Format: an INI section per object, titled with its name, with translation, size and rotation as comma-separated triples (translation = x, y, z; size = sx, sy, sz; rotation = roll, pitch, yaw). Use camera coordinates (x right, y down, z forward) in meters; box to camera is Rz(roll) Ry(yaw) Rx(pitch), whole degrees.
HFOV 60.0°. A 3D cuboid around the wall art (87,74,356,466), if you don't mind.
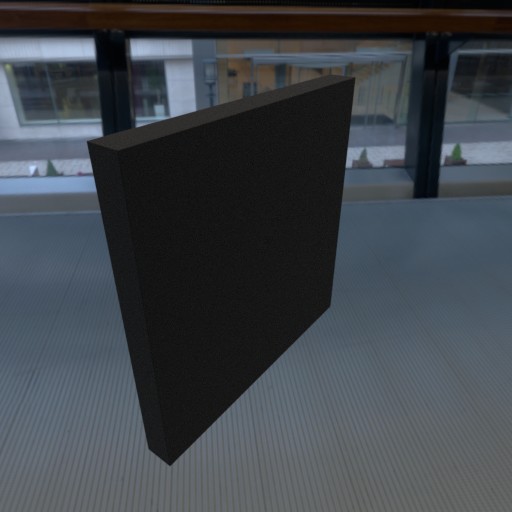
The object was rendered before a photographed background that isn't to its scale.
[wall art]
translation = 0.000, 0.000, 0.451
size = 0.030, 0.305, 0.308
rotation = 22, 37, 31
